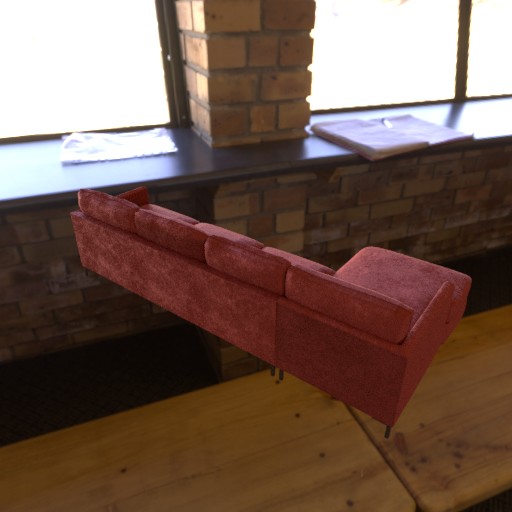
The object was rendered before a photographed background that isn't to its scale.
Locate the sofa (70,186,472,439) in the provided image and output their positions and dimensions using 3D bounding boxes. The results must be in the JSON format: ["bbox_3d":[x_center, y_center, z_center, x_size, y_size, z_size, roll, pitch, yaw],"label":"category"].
[{"bbox_3d":[0.000,0.000,4.044,3.400,0.967,1.500,21,36,31],"label":"sofa"}]
